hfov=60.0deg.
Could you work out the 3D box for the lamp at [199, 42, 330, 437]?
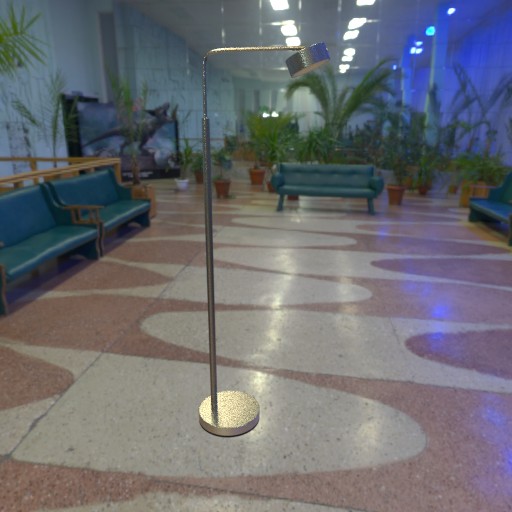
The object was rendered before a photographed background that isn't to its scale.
[{"bbox_3d":[0.000,0.000,1.437,0.421,1.250,0.222,3,17,10],"label":"lamp"}]
